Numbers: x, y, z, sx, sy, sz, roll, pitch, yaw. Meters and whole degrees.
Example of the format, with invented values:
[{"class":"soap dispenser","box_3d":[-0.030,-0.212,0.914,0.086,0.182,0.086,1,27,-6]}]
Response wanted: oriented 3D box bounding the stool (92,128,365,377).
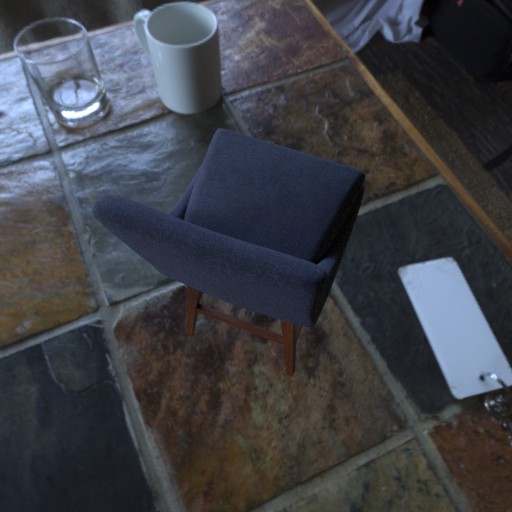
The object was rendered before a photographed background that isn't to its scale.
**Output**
[{"class":"stool","box_3d":[0.000,0.000,1.340,0.489,1.068,0.572,19,65,9]}]
